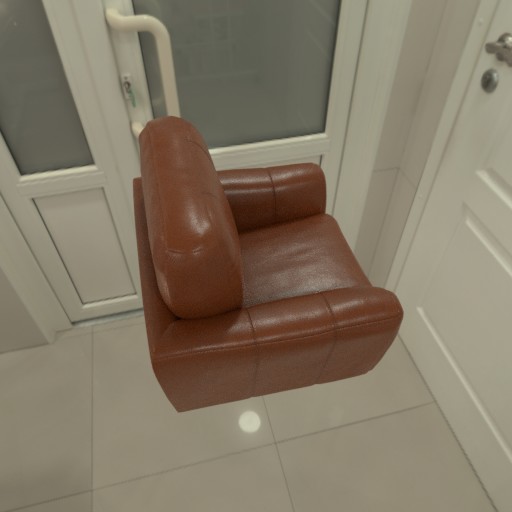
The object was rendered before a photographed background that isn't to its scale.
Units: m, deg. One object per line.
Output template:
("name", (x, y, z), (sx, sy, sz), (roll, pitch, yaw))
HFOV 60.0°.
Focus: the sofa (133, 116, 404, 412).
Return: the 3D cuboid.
("sofa", (0.000, 0.000, 1.579), (0.789, 0.876, 0.836), (-10, 48, -10))
